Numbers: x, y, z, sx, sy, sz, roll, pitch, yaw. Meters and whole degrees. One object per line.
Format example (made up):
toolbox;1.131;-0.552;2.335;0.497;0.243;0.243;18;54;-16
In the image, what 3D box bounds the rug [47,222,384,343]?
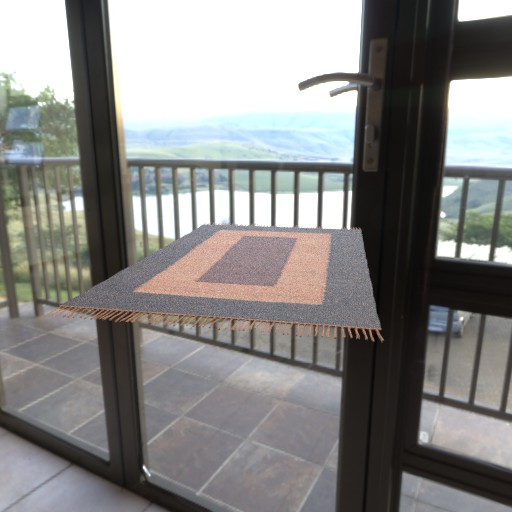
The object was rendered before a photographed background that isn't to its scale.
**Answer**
rug;0.000;0.000;1.873;0.920;0.013;1.541;3;14;11
